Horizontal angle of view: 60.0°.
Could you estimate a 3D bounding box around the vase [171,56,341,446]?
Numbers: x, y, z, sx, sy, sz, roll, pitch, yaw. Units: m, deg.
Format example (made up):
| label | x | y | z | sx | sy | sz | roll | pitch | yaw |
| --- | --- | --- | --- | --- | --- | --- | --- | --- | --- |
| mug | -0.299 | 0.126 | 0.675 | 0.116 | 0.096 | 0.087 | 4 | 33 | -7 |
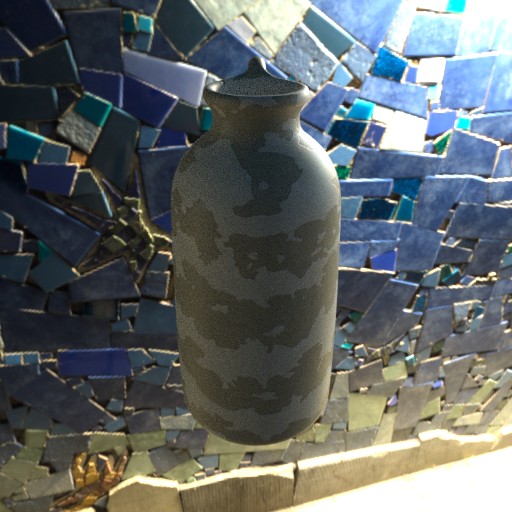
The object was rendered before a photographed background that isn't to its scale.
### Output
| label | x | y | z | sx | sy | sz | roll | pitch | yaw |
| --- | --- | --- | --- | --- | --- | --- | --- | --- | --- |
| vase | 0.000 | 0.000 | 0.481 | 0.186 | 0.382 | 0.203 | 0 | 31 | 1 |
